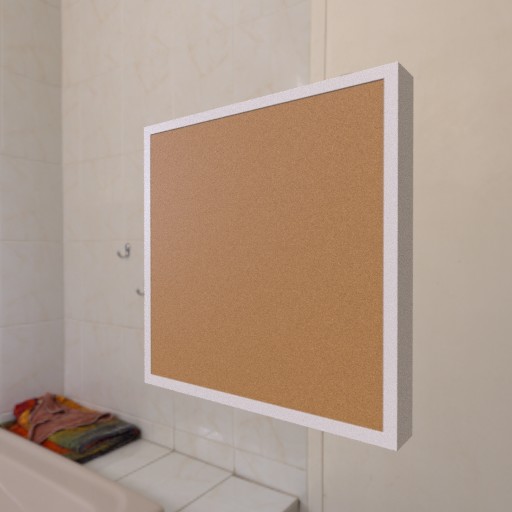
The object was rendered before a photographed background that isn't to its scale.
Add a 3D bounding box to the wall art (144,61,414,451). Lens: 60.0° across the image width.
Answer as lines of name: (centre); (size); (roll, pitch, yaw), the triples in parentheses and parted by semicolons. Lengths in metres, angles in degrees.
wall art: (0.000, 0.000, 0.452); (0.305, 0.305, 0.038); (0, 1, 37)
